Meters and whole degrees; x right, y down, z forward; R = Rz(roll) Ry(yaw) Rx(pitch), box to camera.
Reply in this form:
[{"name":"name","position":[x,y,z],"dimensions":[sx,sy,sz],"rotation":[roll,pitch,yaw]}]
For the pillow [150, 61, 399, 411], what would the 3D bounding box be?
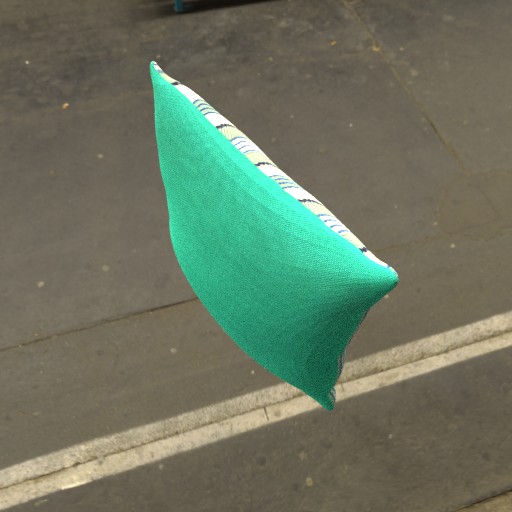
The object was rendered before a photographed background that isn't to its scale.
[{"name":"pillow","position":[0.000,0.000,0.673],"dimensions":[0.182,0.441,0.440],"rotation":[-34,64,-19]}]
